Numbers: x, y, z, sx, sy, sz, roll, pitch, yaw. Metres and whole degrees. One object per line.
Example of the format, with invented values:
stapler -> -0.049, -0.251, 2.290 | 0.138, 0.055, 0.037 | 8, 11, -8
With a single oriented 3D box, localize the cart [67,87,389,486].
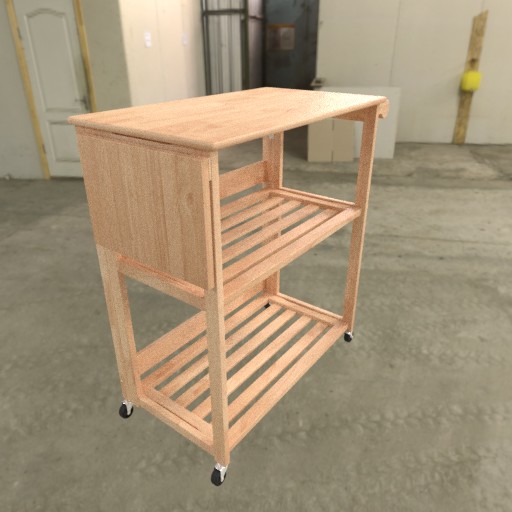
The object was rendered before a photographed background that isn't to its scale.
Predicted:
cart -> 0.000, 0.000, 1.342 | 0.432, 0.879, 0.853 | 19, 32, 32
